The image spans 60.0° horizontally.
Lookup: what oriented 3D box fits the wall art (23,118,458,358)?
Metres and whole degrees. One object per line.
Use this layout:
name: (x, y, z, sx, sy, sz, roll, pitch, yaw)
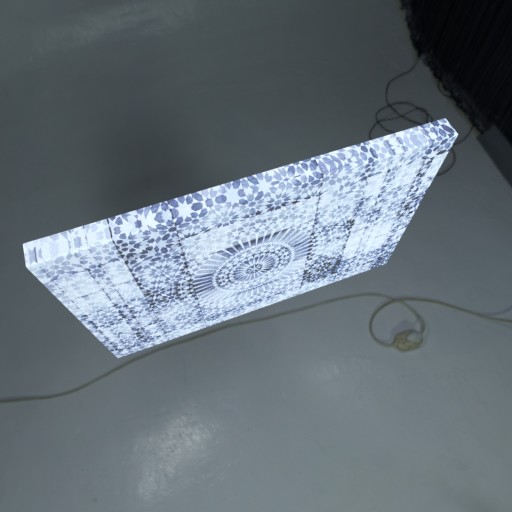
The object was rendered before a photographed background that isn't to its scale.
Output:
wall art: (0.000, 0.000, 1.156, 0.911, 0.608, 0.057, -18, 63, -10)
